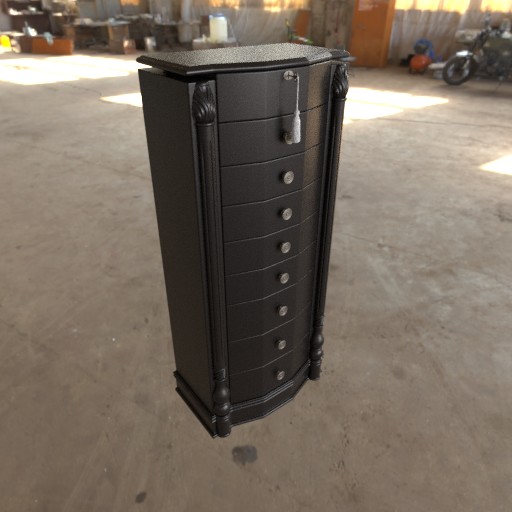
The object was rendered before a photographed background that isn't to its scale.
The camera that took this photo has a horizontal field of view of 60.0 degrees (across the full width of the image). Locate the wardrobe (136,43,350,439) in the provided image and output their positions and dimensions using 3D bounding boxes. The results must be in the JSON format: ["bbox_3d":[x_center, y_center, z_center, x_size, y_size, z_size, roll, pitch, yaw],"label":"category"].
[{"bbox_3d":[0.000,0.000,1.211,0.444,1.011,0.295,-21,37,-31],"label":"wardrobe"}]
